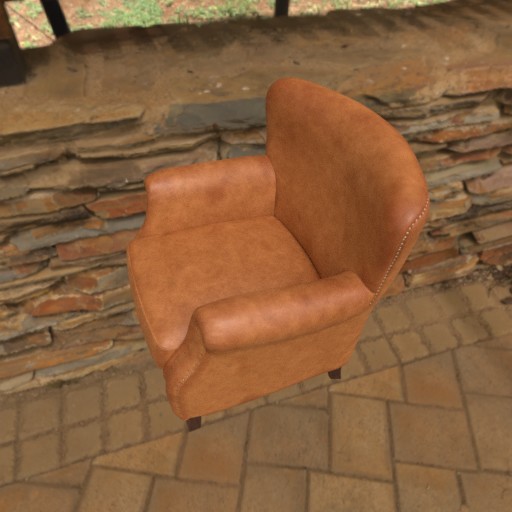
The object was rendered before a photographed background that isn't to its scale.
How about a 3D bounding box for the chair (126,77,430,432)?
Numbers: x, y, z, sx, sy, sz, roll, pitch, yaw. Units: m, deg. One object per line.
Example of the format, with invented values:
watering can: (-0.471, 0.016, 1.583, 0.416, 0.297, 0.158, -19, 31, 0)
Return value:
chair: (0.000, 0.000, 1.623, 0.921, 0.936, 0.861, -16, 48, -15)
